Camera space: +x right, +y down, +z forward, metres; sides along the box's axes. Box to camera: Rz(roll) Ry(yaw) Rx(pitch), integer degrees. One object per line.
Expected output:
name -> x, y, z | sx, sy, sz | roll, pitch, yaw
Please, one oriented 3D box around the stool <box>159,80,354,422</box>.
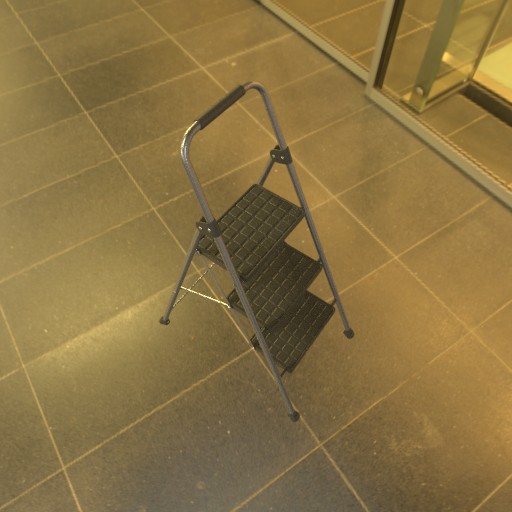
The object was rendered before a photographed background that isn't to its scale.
stool -> 0.000, 0.000, 1.482 | 0.733, 1.121, 0.473 | 32, 62, 19
